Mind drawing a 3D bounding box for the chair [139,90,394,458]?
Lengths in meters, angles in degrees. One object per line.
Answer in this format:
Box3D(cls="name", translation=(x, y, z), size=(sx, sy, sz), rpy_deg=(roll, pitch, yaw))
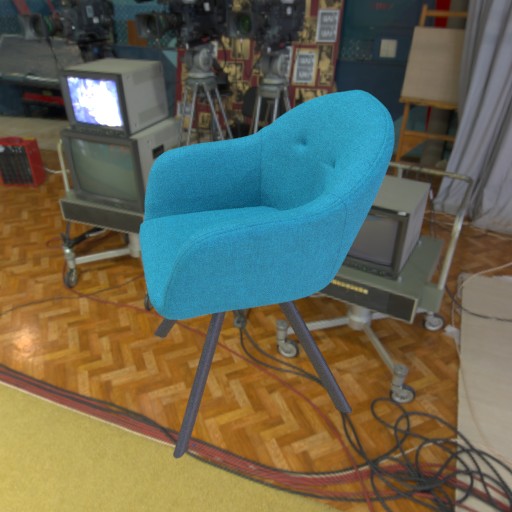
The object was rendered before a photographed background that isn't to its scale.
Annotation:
Box3D(cls="chair", translation=(0.000, 0.000, 1.145), size=(0.565, 0.775, 0.545), rpy_deg=(-9, 33, -14))
